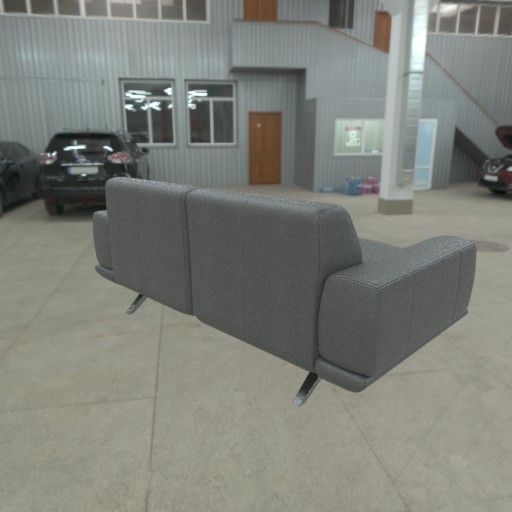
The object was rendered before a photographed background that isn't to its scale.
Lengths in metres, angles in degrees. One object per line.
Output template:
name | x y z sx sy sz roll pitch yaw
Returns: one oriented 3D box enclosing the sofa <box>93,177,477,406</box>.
sofa | 0.000 0.000 2.310 1.901 0.772 0.900 15 21 43
